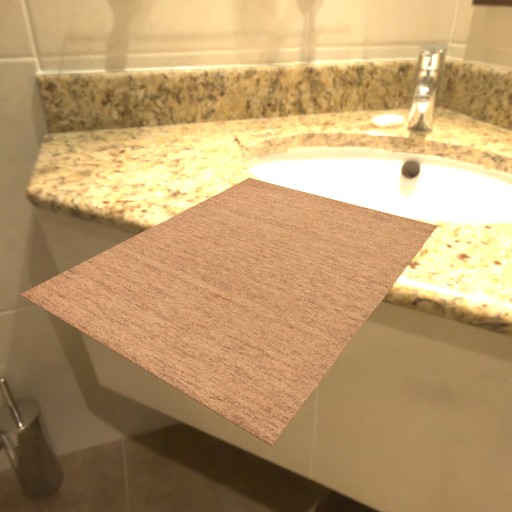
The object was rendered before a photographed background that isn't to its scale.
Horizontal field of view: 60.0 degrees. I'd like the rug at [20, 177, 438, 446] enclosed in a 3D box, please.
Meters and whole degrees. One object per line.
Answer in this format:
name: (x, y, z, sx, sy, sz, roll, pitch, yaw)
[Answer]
rug: (0.000, 0.000, 4.136, 2.448, 0.013, 3.205, 20, 36, 29)
